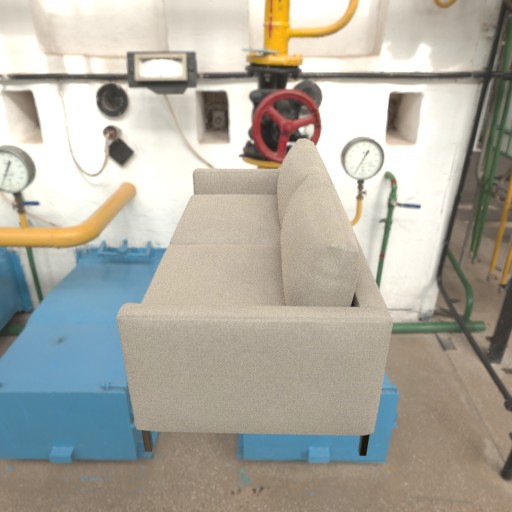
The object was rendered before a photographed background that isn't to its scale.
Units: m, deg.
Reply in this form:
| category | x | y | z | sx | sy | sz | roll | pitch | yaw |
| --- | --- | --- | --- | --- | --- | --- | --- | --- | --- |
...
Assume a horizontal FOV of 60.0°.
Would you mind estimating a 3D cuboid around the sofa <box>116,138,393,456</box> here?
| category | x | y | z | sx | sy | sz | roll | pitch | yaw |
| --- | --- | --- | --- | --- | --- | --- | --- | --- | --- |
| sofa | 0.000 | 0.000 | 2.166 | 0.875 | 0.840 | 1.682 | 1 | 27 | 1 |
